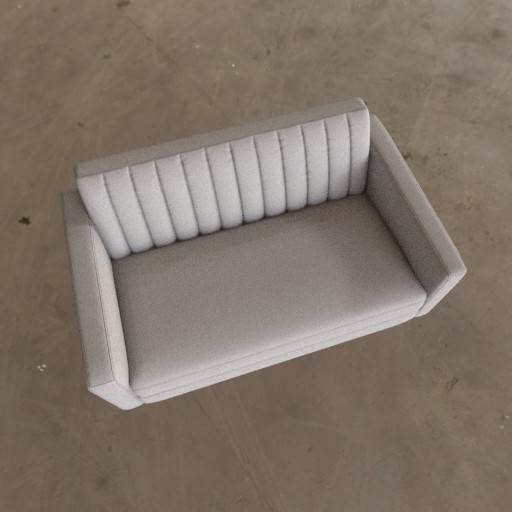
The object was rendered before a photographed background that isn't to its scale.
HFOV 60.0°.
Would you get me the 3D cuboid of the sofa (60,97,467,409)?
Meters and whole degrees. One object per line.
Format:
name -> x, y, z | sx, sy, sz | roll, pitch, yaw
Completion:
sofa -> 0.000, 0.000, 2.130 | 1.585, 0.801, 0.950 | -16, 64, -8
